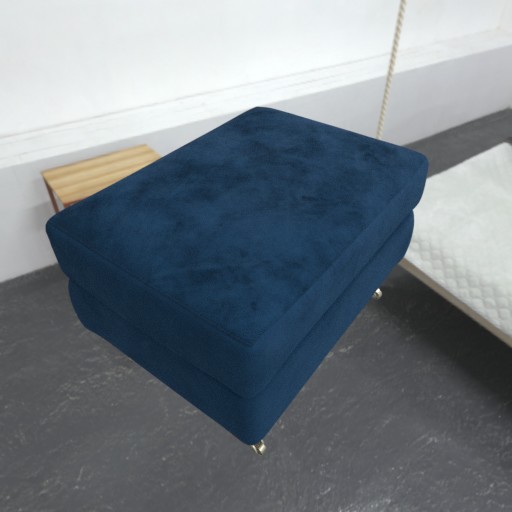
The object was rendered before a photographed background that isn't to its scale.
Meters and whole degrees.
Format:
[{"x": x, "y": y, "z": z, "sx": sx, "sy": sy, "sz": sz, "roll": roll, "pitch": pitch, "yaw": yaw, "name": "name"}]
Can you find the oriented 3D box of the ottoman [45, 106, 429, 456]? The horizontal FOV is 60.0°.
[{"x": 0.000, "y": 0.000, "z": 1.145, "sx": 0.572, "sy": 0.503, "sz": 0.773, "roll": 26, "pitch": 48, "yaw": 27, "name": "ottoman"}]
